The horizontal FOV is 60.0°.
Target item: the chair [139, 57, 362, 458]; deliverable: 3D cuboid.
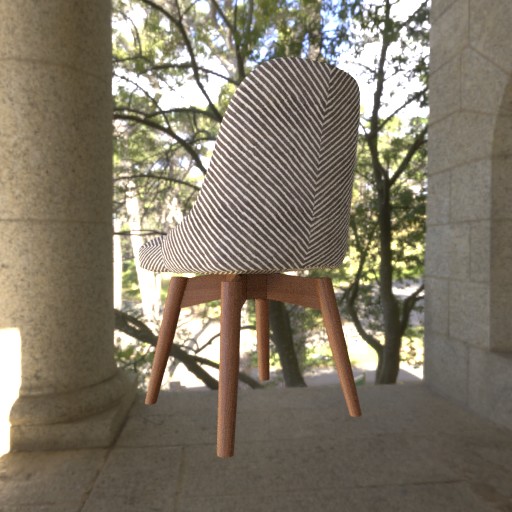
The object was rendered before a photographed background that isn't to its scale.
[{"bbox_3d":[0.000,0.000,1.255,0.504,0.883,0.591,0,0,-36],"label":"chair"}]
